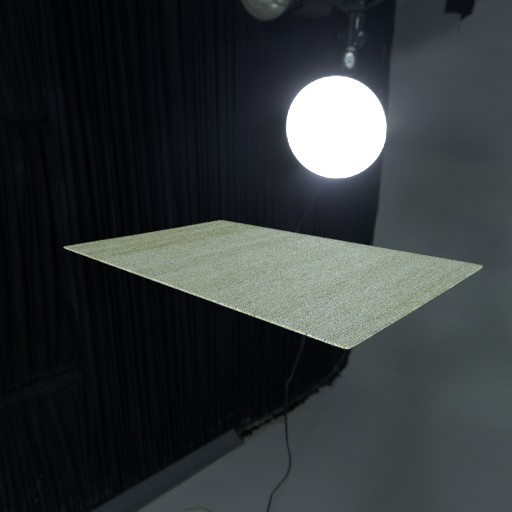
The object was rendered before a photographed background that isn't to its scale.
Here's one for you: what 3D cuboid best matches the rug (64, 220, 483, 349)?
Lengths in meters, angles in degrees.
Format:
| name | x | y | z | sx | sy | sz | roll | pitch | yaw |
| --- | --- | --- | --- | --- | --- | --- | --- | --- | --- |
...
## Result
| name | x | y | z | sx | sy | sz | roll | pitch | yaw |
| --- | --- | --- | --- | --- | --- | --- | --- | --- | --- |
| rug | 0.000 | 0.000 | 2.179 | 1.758 | 0.010 | 1.143 | 13 | 19 | 42 |
